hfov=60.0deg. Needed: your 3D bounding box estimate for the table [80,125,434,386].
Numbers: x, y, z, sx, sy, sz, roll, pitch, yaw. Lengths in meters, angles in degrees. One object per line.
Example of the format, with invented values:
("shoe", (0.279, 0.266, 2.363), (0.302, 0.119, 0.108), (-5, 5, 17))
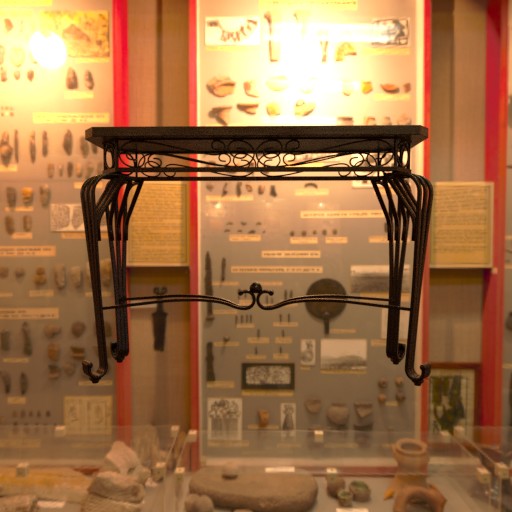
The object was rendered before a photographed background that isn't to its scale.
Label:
("table", (0.000, 0.000, 1.504), (1.112, 0.800, 0.329), (0, 2, 1))
